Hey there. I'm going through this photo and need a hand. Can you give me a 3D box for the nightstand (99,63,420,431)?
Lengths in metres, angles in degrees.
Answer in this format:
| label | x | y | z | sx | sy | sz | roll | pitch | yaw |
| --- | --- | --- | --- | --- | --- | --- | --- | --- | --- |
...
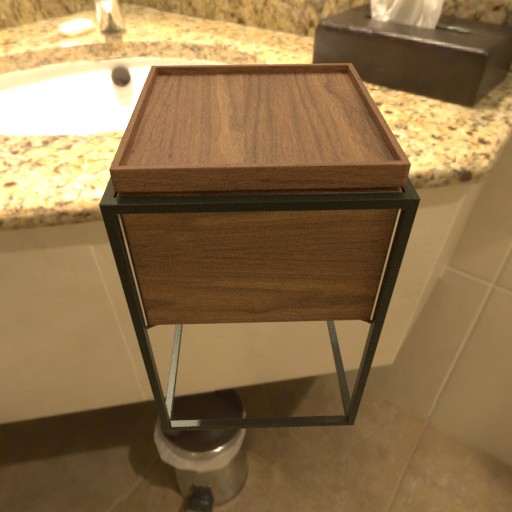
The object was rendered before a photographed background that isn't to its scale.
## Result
| label | x | y | z | sx | sy | sz | roll | pitch | yaw |
| --- | --- | --- | --- | --- | --- | --- | --- | --- | --- |
| nightstand | 0.000 | 0.000 | 0.869 | 0.397 | 0.607 | 0.397 | -1 | 42 | -1 |
